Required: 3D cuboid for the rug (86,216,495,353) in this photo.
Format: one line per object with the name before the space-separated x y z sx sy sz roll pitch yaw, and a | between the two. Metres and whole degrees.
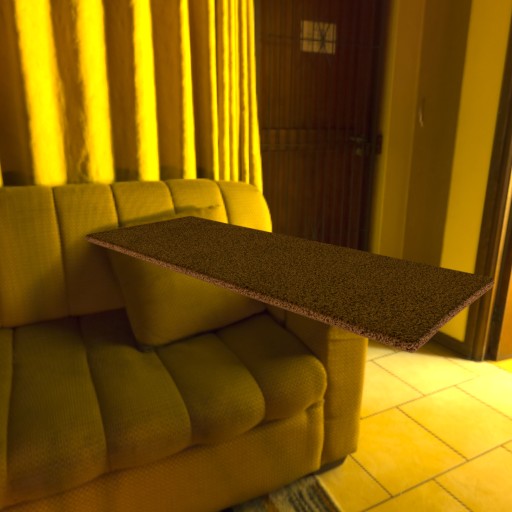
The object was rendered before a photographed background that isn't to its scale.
rug | 0.000 0.000 1.696 1.524 0.030 0.609 15 22 41
